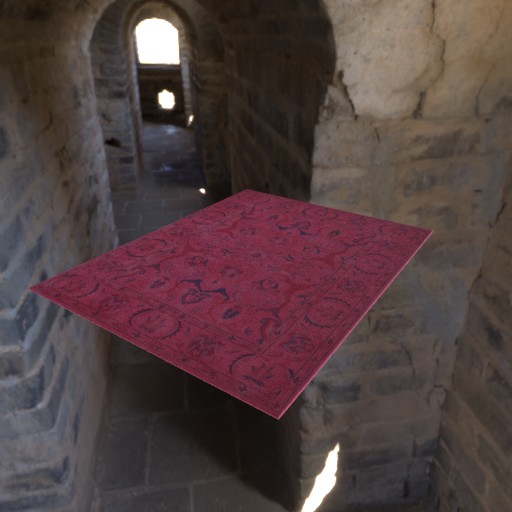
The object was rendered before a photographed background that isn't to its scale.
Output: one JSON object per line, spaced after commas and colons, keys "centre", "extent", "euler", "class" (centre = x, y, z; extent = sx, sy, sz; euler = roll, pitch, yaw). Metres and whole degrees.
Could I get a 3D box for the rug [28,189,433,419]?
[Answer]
{"centre": [0.000, 0.000, 3.945], "extent": [2.300, 0.012, 2.929], "euler": [17, 32, 30], "class": "rug"}
